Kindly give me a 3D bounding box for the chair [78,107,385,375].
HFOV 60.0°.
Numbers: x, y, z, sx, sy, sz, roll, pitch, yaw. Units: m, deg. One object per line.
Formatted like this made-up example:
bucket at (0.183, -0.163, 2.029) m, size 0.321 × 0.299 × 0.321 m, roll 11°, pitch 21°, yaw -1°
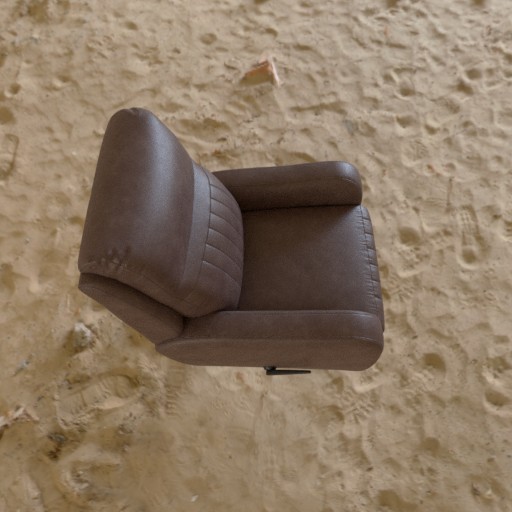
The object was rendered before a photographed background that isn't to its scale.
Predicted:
chair at (0.000, 0.000, 1.822) m, size 1.067 × 1.067 × 0.865 m, roll 0°, pitch 63°, yaw 0°
